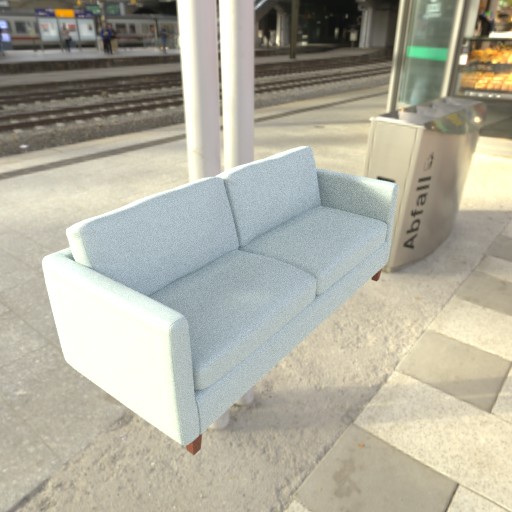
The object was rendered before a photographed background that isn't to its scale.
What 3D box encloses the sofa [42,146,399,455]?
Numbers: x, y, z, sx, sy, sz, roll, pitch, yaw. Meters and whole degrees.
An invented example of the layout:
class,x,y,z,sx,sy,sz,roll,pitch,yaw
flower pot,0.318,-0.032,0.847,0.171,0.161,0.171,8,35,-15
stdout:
class,x,y,z,sx,sy,sz,roll,pitch,yaw
sofa,0.000,0.000,2.752,0.951,0.965,2.208,19,32,33
